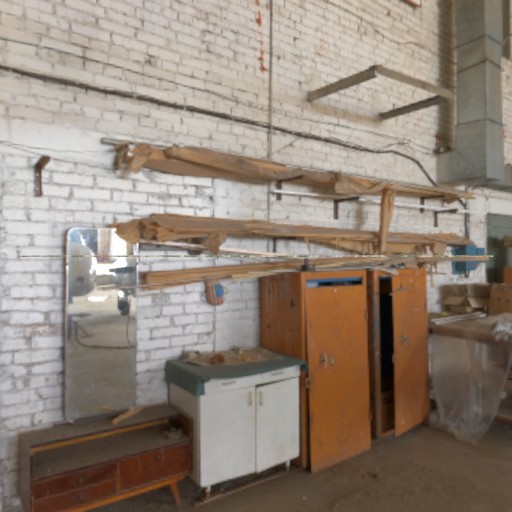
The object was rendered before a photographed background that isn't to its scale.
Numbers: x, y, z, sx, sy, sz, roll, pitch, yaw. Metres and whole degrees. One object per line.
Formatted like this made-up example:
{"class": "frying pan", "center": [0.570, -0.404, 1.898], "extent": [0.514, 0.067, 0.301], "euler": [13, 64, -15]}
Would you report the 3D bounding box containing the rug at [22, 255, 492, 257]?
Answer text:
{"class": "rug", "center": [0.000, 0.000, 2.997], "extent": [2.438, 0.011, 1.524], "euler": [0, 0, -1]}
